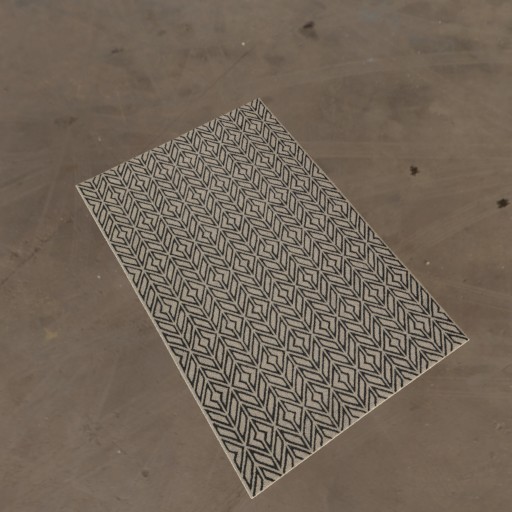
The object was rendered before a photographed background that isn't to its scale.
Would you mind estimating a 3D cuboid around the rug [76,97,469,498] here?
[{"bbox_3d":[0.000,0.000,2.281,1.220,0.007,1.828,-30,68,-14],"label":"rug"}]
